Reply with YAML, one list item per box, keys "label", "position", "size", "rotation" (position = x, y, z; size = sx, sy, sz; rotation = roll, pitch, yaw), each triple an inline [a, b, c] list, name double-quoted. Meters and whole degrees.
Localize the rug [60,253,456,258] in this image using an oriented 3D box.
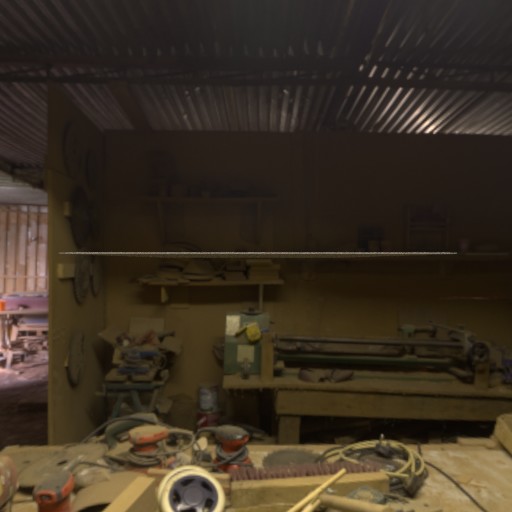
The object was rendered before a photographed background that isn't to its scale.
- label: "rug"
  position: [0.000, 0.000, 4.217]
  size: [2.354, 0.007, 3.196]
  rotation: [0, -1, -1]
